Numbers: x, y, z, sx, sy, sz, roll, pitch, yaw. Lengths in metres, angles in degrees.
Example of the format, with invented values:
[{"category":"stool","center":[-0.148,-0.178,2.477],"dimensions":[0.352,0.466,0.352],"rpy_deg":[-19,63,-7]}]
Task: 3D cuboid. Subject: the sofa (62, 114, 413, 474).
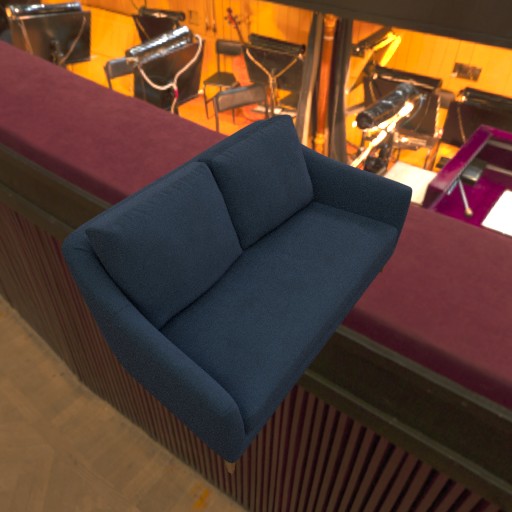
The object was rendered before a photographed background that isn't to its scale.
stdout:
[{"category":"sofa","center":[0.000,0.000,2.195],"dimensions":[0.960,0.902,1.619],"rpy_deg":[26,48,26]}]
